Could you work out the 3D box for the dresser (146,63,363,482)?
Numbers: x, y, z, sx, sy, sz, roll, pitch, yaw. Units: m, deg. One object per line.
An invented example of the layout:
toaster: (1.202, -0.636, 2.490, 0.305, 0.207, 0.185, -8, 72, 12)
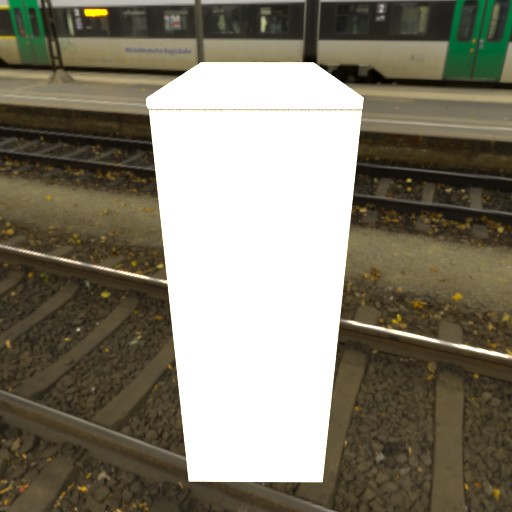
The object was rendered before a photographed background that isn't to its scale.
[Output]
dresser: (0.000, 0.000, 1.368, 0.380, 1.040, 0.800, 0, 28, 0)
